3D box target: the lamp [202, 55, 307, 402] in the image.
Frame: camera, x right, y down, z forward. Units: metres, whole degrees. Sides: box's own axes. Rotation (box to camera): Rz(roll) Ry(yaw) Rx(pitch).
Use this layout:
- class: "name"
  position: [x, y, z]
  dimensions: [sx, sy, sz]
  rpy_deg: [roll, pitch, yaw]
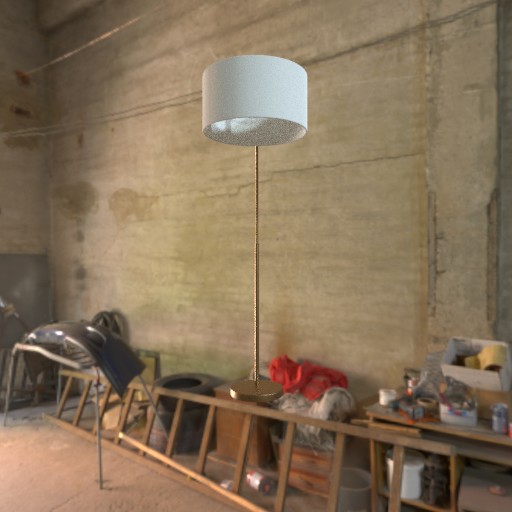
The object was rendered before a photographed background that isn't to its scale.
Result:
- class: "lamp"
  position: [0.000, 0.000, 2.571]
  dimensions: [0.493, 1.927, 1.434]
  rpy_deg: [0, 0, 1]
